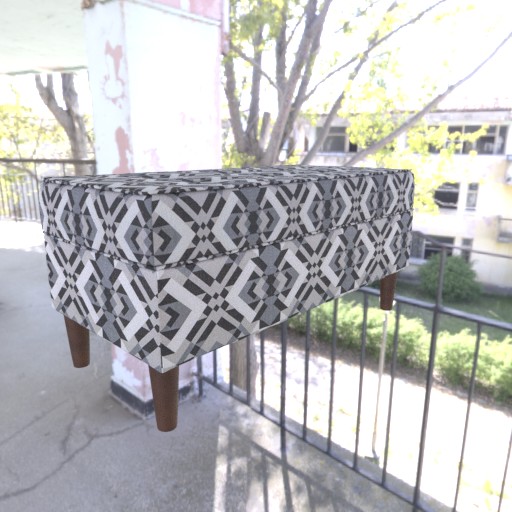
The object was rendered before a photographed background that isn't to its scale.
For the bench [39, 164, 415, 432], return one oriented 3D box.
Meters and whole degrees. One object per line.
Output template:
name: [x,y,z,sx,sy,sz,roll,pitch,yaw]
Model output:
bench: [0.000,0.000,1.283,0.492,0.477,1.016,13,19,42]
